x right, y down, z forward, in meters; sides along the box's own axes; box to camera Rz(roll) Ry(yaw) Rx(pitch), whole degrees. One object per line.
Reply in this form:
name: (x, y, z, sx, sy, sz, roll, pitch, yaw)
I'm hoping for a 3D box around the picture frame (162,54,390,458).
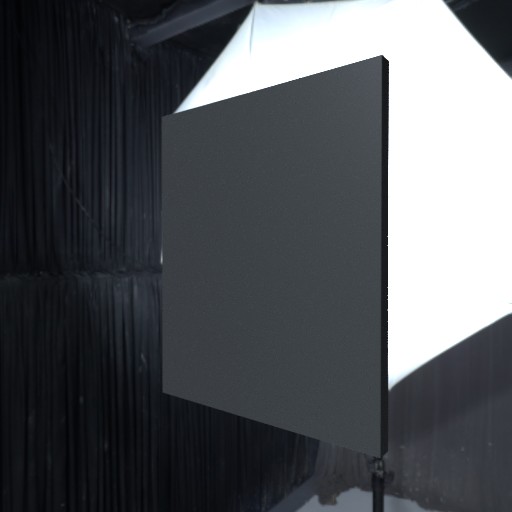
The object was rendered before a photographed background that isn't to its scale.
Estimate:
picture frame: (0.000, 0.000, 0.763, 0.460, 0.556, 0.028, 1, 1, 38)
